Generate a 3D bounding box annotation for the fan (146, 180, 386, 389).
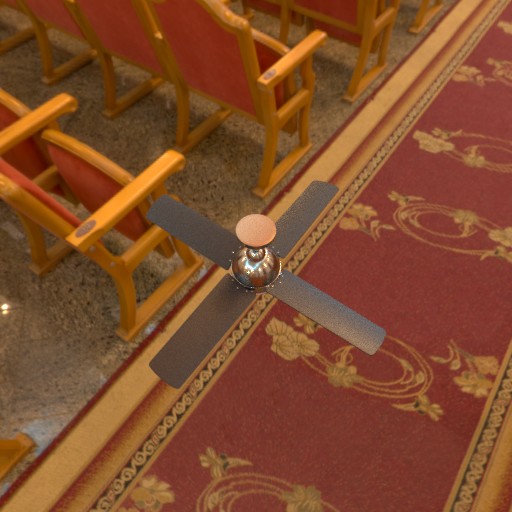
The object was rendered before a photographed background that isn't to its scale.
[{"bbox_3d":[0.000,0.000,2.037,1.332,0.403,1.332,31,62,19],"label":"fan"}]
